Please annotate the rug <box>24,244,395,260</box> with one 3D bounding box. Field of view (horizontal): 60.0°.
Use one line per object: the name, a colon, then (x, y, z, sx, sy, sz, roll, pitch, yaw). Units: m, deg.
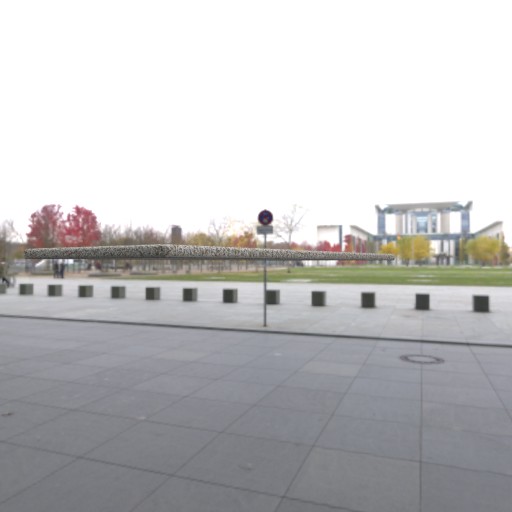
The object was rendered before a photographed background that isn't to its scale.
rug: (0.000, 0.000, 1.749, 0.609, 0.030, 1.524, -1, -1, 36)
